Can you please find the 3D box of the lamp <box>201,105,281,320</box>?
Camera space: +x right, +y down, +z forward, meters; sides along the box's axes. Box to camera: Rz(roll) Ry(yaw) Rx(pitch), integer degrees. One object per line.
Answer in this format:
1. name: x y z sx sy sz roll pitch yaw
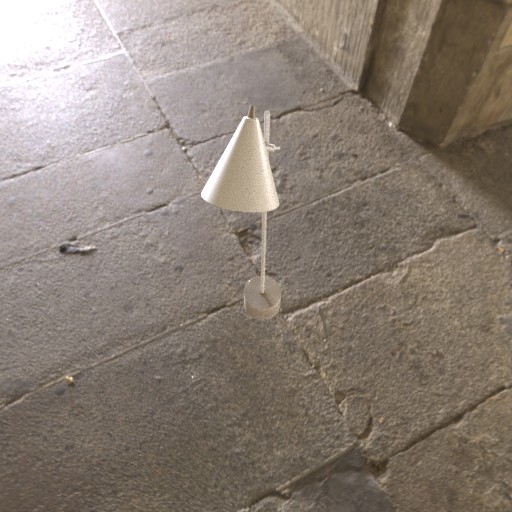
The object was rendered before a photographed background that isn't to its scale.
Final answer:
1. lamp: 0.000 0.000 1.597 0.223 1.430 0.508 15 59 9
